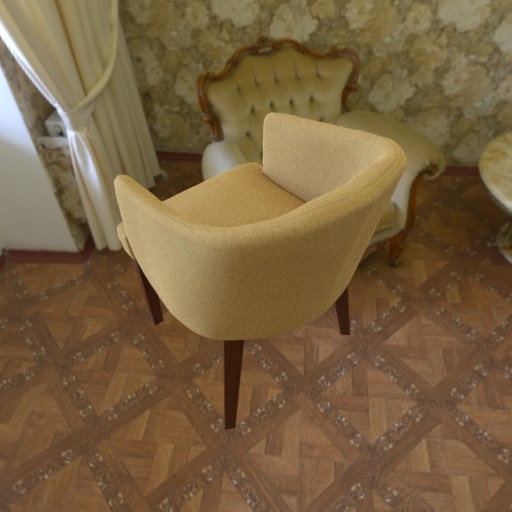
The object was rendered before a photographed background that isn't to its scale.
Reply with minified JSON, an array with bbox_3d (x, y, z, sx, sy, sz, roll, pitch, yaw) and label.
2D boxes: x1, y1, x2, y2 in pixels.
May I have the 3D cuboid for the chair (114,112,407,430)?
[{"bbox_3d":[0.000,0.000,1.252,0.583,0.811,0.655,-31,53,-27],"label":"chair"}]
